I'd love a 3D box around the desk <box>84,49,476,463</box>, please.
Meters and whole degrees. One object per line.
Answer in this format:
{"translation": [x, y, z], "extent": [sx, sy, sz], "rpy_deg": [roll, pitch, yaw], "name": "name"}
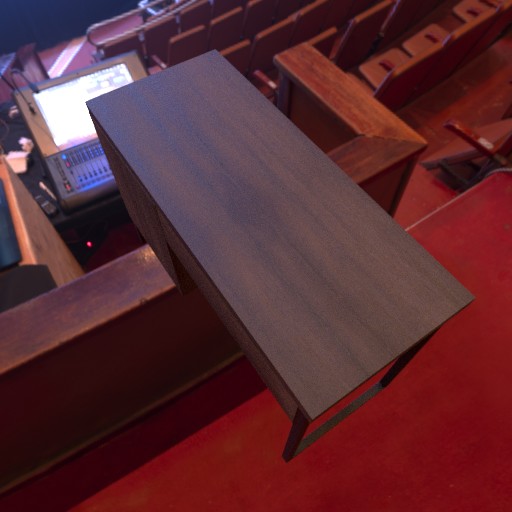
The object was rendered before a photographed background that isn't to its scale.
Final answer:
{"translation": [0.000, 0.000, 1.511], "extent": [0.511, 0.752, 1.134], "rpy_deg": [-30, 63, -17], "name": "desk"}
